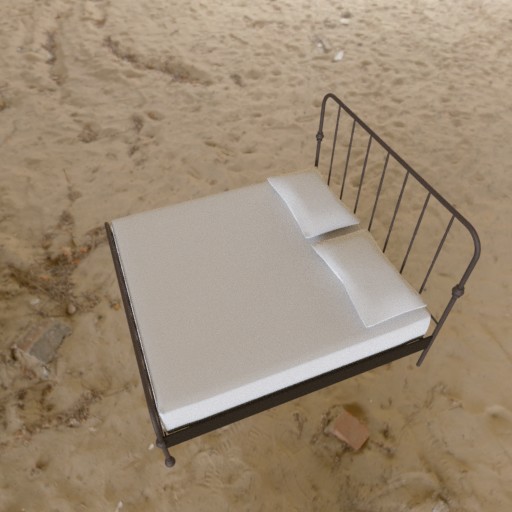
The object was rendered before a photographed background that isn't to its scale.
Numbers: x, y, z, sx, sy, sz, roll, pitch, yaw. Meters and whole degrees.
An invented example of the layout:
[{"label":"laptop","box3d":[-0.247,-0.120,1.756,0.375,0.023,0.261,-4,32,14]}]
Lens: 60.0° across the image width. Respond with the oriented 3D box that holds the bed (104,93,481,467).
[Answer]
[{"label":"bed","box3d":[0.000,0.000,3.435,2.134,1.446,2.044,-16,49,-14]}]
